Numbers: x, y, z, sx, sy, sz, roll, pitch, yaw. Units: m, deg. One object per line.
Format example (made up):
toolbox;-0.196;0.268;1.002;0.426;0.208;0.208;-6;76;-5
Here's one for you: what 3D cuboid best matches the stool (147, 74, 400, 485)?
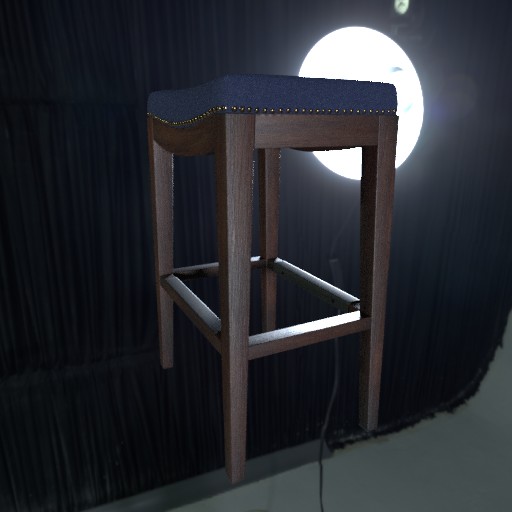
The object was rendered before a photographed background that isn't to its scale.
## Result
stool;0.000;0.000;1.028;0.358;0.740;0.498;-8;19;-26
